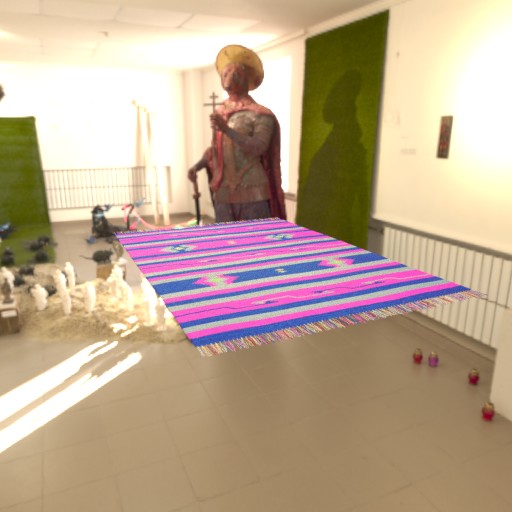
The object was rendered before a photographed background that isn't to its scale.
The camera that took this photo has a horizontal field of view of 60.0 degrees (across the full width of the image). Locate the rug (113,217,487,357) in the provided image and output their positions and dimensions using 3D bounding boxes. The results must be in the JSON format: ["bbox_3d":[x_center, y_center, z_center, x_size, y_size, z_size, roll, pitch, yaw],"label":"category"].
[{"bbox_3d":[0.000,0.000,2.967,1.539,0.013,2.350,-7,17,-24],"label":"rug"}]
